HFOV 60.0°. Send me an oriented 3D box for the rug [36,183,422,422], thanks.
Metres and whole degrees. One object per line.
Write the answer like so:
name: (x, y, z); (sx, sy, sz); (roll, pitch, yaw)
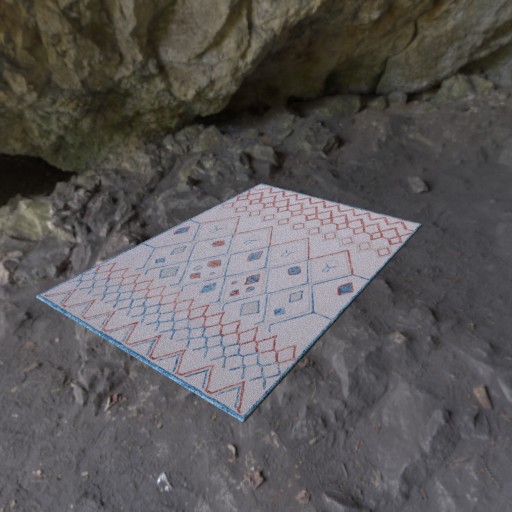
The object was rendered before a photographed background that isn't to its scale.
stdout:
rug: (0.000, 0.000, 2.406); (1.219, 0.016, 1.829); (20, 35, 30)
